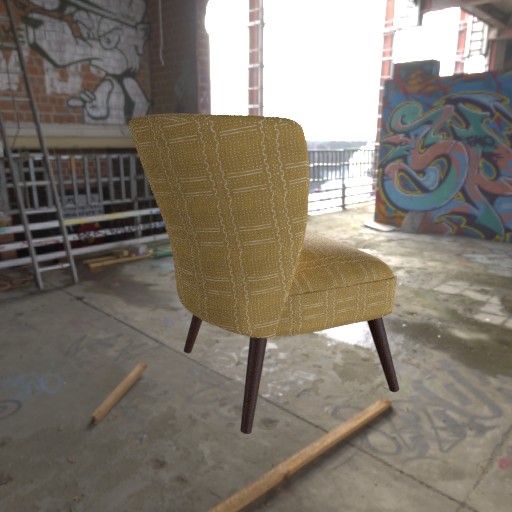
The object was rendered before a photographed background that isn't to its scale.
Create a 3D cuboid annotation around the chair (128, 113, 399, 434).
[{"bbox_3d":[0.000,0.000,1.461,0.758,0.866,0.706,-7,16,-25],"label":"chair"}]
